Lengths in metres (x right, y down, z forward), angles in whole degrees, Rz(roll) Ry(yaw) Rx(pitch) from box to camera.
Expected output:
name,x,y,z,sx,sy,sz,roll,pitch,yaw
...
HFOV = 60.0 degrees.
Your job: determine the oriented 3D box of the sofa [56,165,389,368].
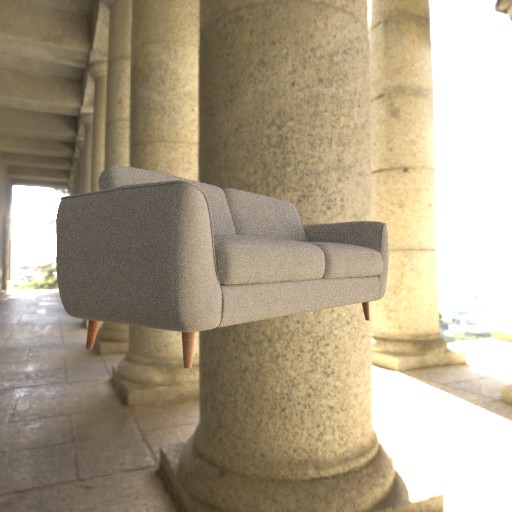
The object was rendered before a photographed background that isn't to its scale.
name,x,y,z,sx,sy,sz,roll,pitch,yaw
sofa,0.000,0.000,2.505,0.920,0.850,2.000,-1,-1,36
